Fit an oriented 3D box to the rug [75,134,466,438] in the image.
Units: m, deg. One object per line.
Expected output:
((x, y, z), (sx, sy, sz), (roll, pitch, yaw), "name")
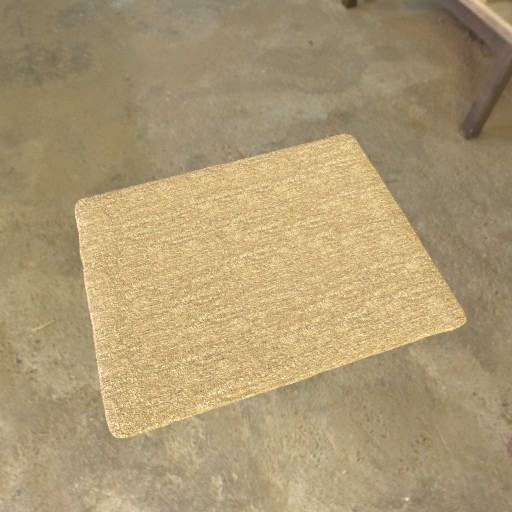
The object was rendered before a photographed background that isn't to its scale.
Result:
((0.000, 0.000, 3.808), (2.873, 0.050, 2.242), (-16, 60, -9), "rug")
